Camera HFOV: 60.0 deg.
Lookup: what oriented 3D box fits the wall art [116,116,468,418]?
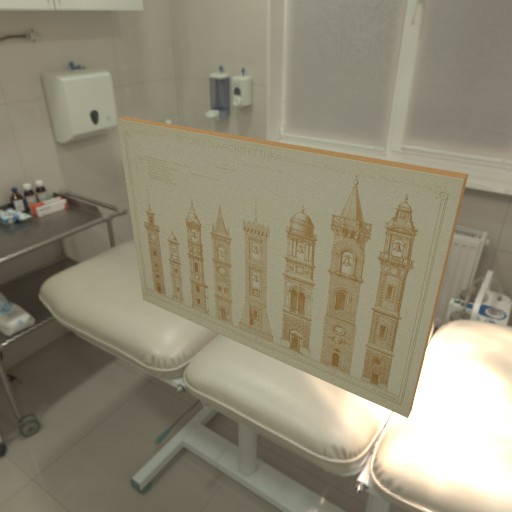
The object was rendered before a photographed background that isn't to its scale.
[{"bbox_3d":[0.000,0.000,1.170,0.915,0.608,0.033,18,34,29],"label":"wall art"}]
